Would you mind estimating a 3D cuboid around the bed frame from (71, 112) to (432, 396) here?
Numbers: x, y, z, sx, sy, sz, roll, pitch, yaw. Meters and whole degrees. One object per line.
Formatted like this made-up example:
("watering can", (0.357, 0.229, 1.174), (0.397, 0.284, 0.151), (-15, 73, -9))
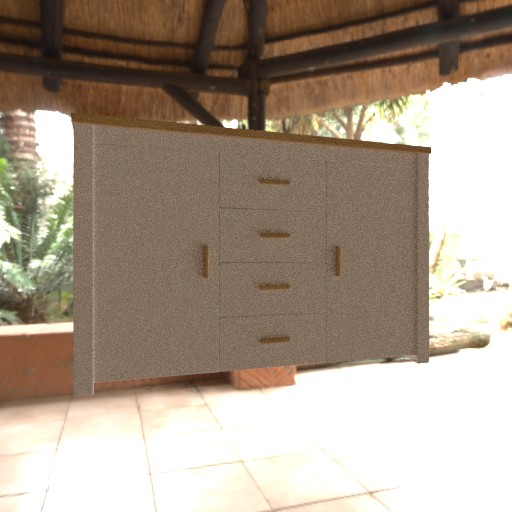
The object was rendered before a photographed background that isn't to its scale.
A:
("bed frame", (0.000, 0.000, 1.721), (1.300, 0.850, 0.430), (0, 0, -19))
